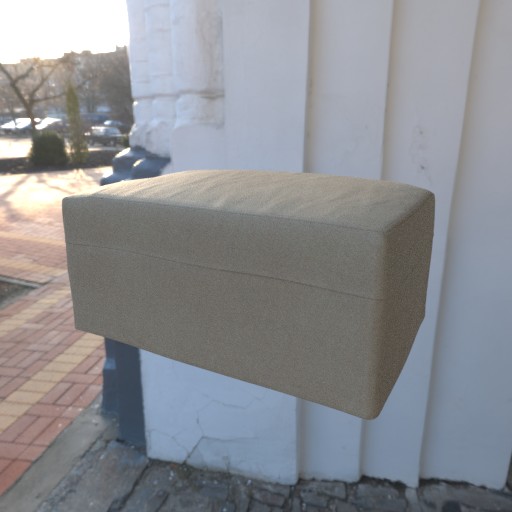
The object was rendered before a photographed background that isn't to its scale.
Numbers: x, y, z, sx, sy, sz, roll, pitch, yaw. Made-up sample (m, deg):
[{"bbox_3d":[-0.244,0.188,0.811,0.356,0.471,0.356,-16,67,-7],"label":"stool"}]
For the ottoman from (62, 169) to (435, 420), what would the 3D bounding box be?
[{"bbox_3d":[0.000,0.000,1.236,0.872,0.444,0.590,9,19,27],"label":"ottoman"}]
